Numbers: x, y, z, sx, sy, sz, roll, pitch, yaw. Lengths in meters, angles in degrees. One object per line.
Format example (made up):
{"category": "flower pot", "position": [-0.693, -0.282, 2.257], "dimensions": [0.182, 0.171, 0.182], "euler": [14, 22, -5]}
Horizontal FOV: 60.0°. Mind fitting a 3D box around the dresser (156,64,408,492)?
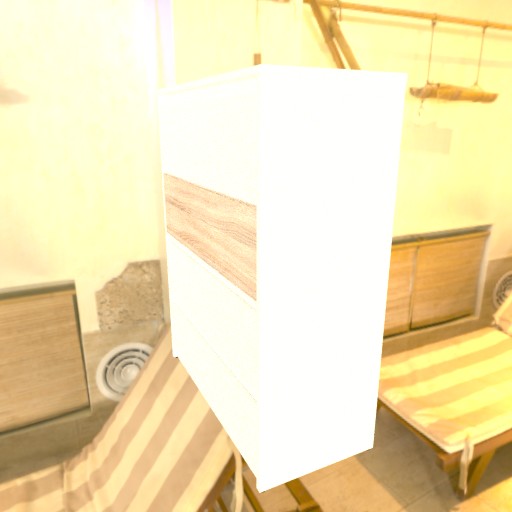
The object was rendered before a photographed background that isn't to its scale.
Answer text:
{"category": "dresser", "position": [0.000, 0.000, 1.428], "dimensions": [0.380, 1.040, 0.800], "euler": [-8, 19, -25]}
